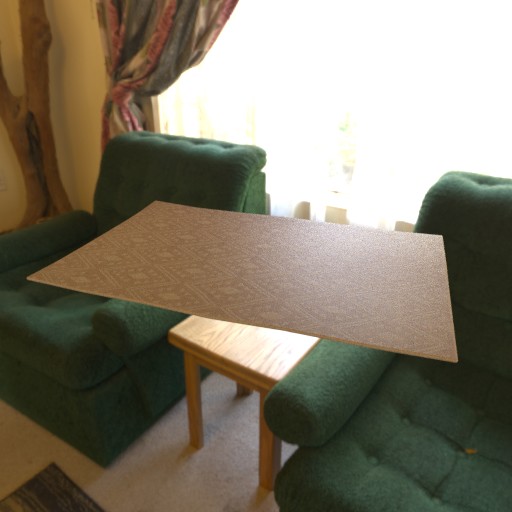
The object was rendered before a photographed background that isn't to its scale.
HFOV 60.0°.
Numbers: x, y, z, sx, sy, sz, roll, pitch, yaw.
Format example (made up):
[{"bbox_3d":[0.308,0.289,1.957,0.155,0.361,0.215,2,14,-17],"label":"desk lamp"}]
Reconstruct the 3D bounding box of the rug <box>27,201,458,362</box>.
[{"bbox_3d":[0.000,0.000,3.001,2.430,0.053,1.553,8,27,17],"label":"rug"}]
